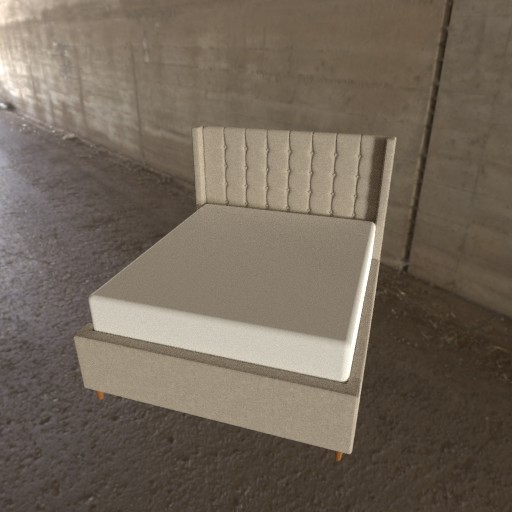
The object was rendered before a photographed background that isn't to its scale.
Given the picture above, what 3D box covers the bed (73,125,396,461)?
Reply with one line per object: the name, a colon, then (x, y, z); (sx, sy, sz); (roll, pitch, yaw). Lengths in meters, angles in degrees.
bed: (0.000, 0.000, 3.834); (2.045, 1.743, 2.370); (8, 27, 16)
